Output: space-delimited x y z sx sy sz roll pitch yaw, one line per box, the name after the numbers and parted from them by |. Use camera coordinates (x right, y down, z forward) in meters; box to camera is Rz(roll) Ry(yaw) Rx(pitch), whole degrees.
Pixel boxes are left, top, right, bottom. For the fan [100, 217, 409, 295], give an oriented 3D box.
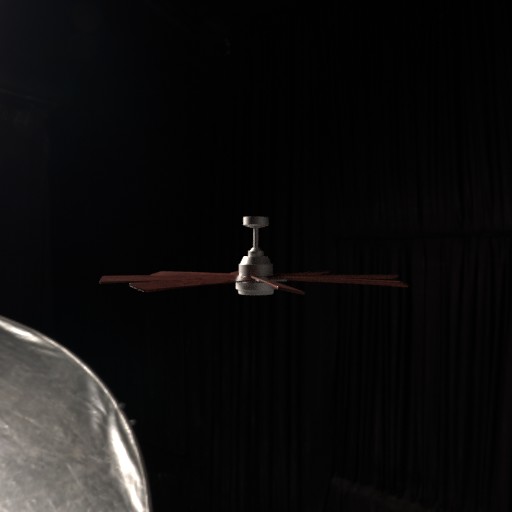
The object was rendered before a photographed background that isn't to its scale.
0.000 0.000 2.731 1.830 0.472 1.830 0 1 36 | fan
